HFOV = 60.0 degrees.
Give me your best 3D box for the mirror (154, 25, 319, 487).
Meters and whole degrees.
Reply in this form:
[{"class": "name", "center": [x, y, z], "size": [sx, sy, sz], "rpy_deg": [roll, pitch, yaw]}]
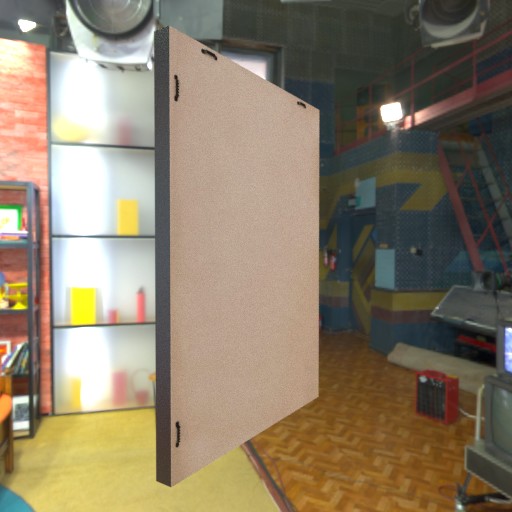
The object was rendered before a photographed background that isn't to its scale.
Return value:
[{"class": "mirror", "center": [0.000, 0.000, 0.897], "size": [0.039, 0.710, 0.507], "rpy_deg": [1, 1, 35]}]
